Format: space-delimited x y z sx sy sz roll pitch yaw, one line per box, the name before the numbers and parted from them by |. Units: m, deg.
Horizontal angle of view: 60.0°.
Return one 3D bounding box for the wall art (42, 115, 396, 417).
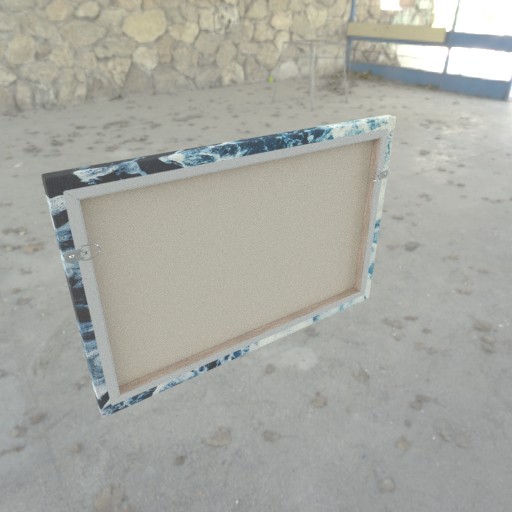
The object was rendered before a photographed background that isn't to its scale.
wall art | 0.000 0.000 1.933 1.524 1.017 0.055 -18 34 -29
